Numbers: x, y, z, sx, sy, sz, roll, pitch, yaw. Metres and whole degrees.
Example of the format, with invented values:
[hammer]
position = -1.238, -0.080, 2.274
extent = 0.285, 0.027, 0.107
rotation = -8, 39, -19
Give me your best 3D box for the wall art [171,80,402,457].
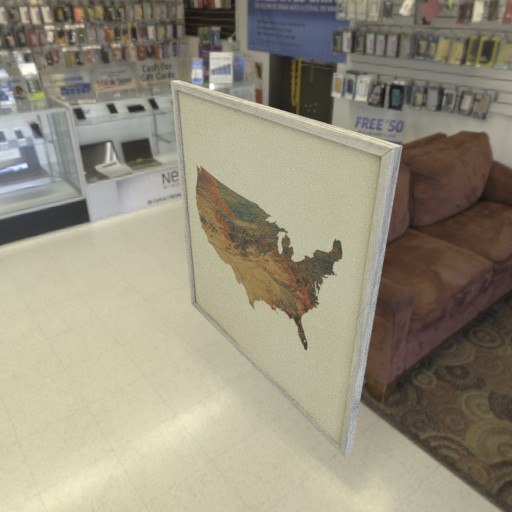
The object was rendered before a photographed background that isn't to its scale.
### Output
[wall art]
position = 0.000, 0.000, 0.768
extent = 0.016, 0.507, 0.508
rotation = -20, 36, -30
